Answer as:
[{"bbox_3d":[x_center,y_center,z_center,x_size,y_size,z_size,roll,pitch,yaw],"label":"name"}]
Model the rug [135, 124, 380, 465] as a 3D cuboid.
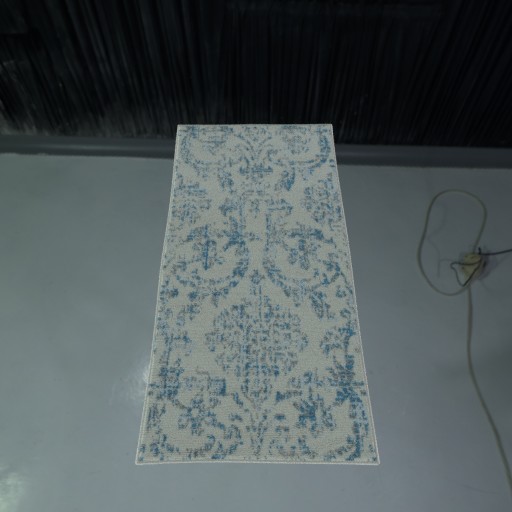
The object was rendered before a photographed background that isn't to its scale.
[{"bbox_3d":[0.000,0.000,1.416,0.605,0.007,1.220,0,58,0],"label":"rug"}]
